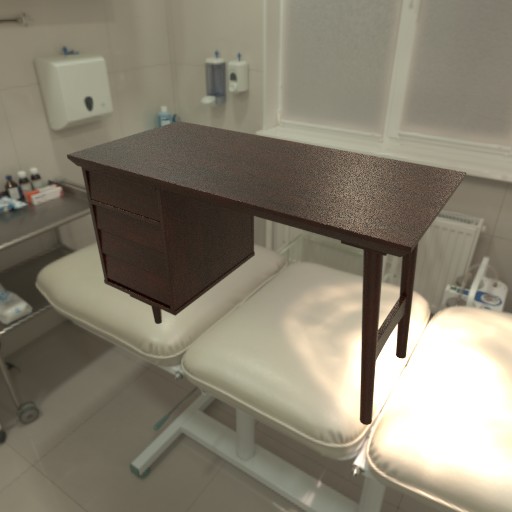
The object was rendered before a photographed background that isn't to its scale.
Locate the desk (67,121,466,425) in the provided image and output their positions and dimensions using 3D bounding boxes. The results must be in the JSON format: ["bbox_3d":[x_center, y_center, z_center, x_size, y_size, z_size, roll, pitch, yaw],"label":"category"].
[{"bbox_3d":[0.000,0.000,1.750,1.277,0.758,0.612,18,35,28],"label":"desk"}]
